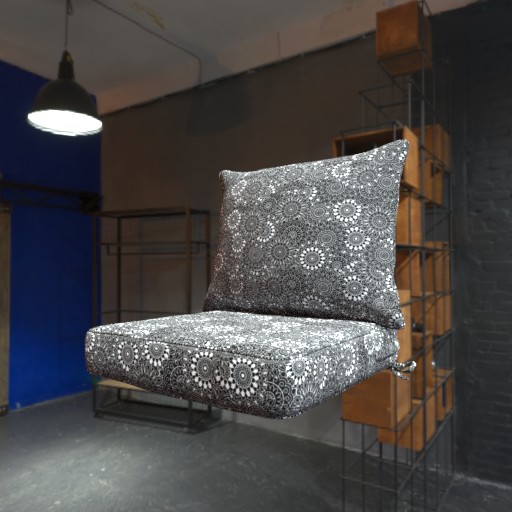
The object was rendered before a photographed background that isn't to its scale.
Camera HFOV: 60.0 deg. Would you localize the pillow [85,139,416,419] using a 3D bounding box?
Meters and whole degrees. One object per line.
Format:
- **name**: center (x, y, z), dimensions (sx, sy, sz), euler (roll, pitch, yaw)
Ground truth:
- **pillow**: center (0.000, 0.000, 1.341), dimensions (0.798, 0.722, 0.740), euler (-1, -1, 36)
